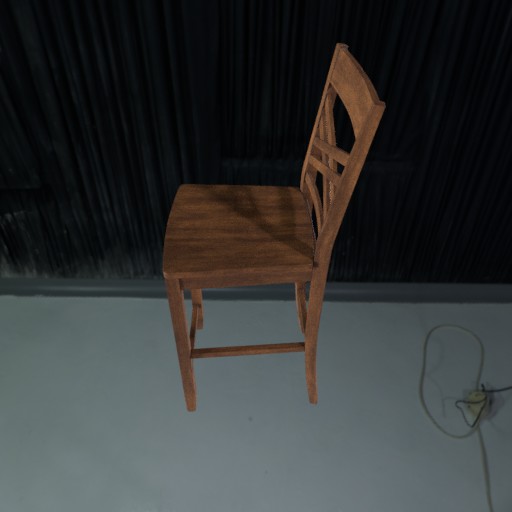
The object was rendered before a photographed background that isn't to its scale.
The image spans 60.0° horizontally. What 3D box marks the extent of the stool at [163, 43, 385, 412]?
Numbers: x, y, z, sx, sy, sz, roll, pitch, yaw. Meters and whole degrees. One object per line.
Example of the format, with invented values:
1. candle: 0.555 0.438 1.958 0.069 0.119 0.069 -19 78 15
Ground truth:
1. stool: 0.000 0.000 1.350 0.504 1.098 0.426 -1 40 -1
